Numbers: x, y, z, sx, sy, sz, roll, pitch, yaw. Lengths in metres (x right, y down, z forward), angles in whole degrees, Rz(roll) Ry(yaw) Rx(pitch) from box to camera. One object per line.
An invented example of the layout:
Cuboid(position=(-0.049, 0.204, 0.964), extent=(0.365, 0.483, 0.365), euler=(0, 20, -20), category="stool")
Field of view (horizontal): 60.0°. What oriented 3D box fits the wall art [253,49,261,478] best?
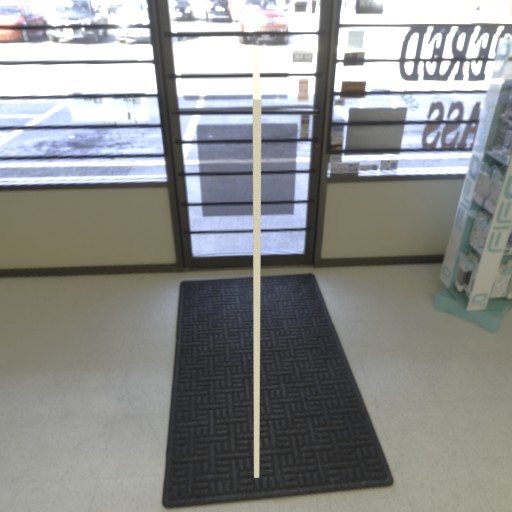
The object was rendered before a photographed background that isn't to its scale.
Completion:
Cuboid(position=(0.000, 0.000, 1.185), extent=(0.013, 0.940, 0.659), euler=(0, 31, 0), category="wall art")
